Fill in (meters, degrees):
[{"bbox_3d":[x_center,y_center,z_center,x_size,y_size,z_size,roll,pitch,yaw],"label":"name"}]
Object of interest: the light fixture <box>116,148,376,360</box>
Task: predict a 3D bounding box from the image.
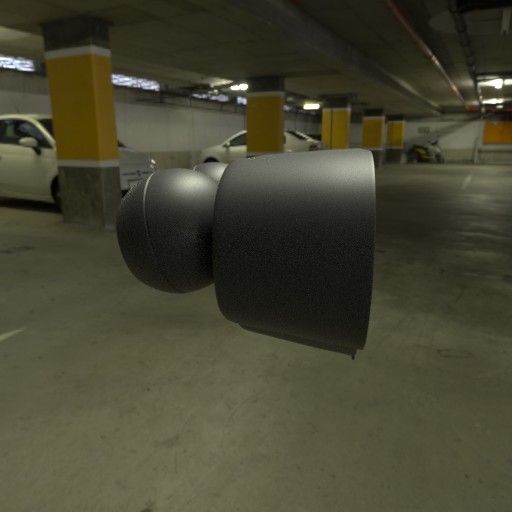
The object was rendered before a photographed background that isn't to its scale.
[{"bbox_3d":[0.000,0.000,0.340,0.159,0.159,0.229,2,15,9],"label":"light fixture"}]
